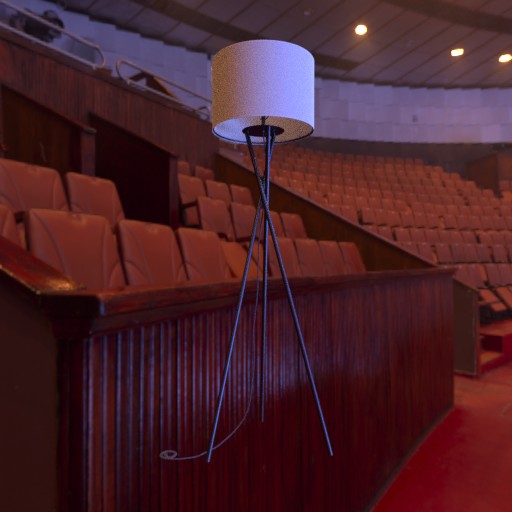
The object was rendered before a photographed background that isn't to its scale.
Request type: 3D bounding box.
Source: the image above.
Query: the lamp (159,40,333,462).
[{"bbox_3d":[0.000,0.000,1.916,0.667,1.624,0.522,0,0,19],"label":"lamp"}]
